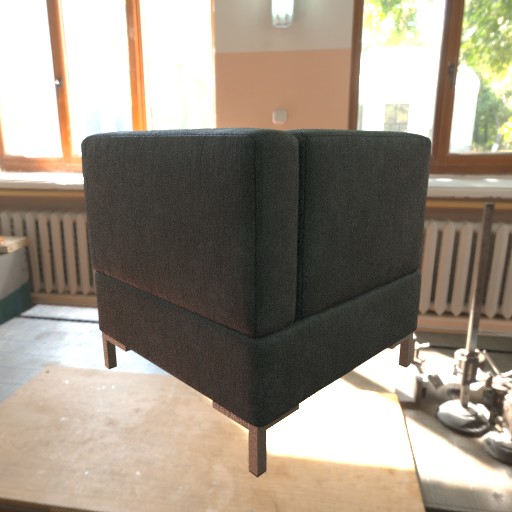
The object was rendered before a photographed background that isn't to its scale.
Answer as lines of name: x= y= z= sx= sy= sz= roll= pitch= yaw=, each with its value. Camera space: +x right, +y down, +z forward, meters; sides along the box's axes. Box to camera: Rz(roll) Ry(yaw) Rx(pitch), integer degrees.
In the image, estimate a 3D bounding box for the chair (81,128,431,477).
chair: x=0.000 y=0.000 z=1.221 sx=0.680 sy=0.660 sz=0.680 roll=14 pitch=20 yaw=43
